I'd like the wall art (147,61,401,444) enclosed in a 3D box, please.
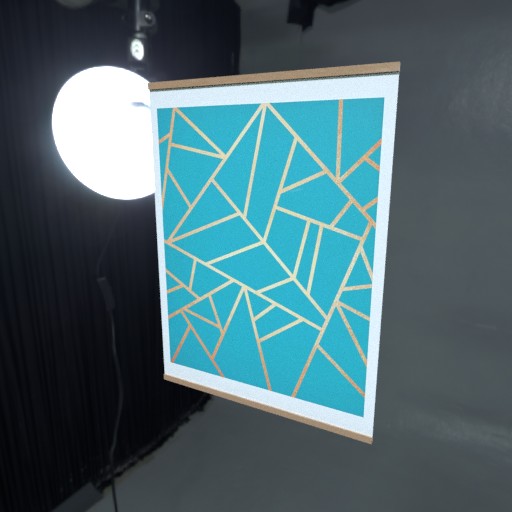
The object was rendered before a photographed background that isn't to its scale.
[{"bbox_3d":[0.000,0.000,1.325,0.758,1.016,0.013,8,16,28],"label":"wall art"}]
